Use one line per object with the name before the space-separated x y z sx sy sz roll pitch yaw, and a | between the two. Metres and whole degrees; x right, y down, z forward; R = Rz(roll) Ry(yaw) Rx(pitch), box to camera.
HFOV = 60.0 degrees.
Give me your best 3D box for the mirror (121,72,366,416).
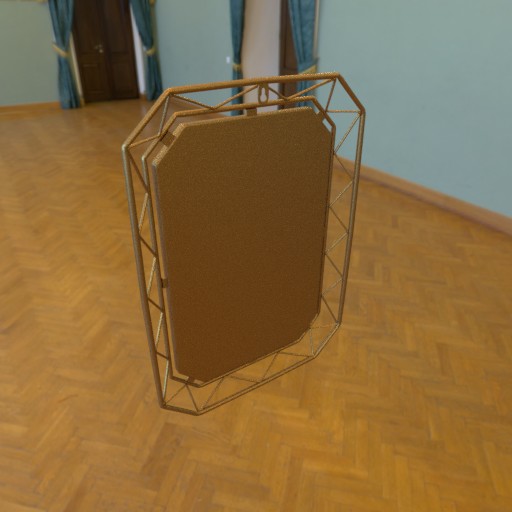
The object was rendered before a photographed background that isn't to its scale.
mirror | 0.000 0.000 0.746 0.417 0.566 0.042 -18 34 -29
